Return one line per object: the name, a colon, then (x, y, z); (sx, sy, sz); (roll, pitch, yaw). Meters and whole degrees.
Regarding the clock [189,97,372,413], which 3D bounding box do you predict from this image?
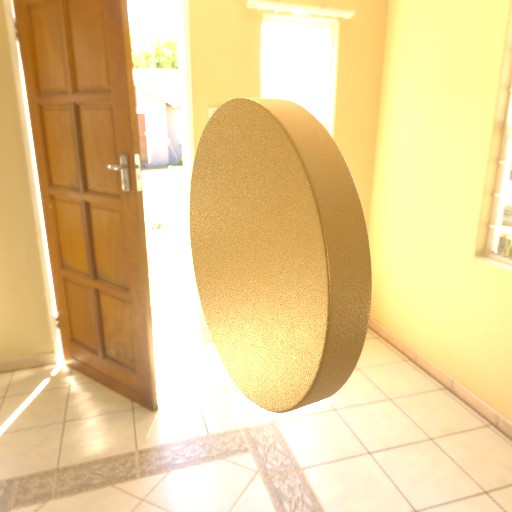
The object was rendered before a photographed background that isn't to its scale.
clock: (0.000, 0.000, 0.466); (0.040, 0.314, 0.314); (-8, 18, -26)
